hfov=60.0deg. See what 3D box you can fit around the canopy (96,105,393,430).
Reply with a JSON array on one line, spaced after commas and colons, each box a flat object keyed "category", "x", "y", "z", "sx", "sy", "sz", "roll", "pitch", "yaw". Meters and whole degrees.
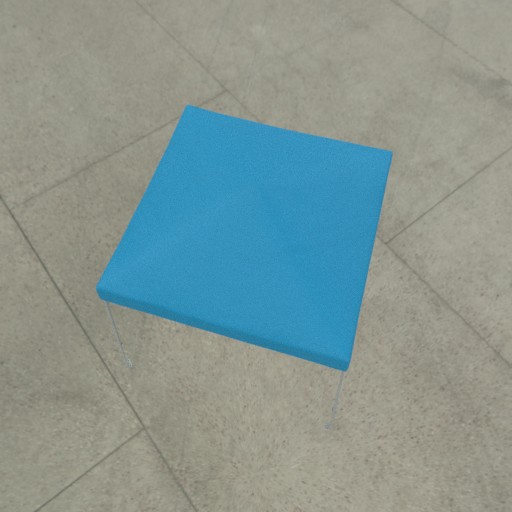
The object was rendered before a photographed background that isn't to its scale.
[{"category": "canopy", "x": 0.000, "y": 0.000, "z": 6.547, "sx": 3.600, "sy": 3.600, "sz": 3.599, "roll": 15, "pitch": 65, "yaw": 7}]
